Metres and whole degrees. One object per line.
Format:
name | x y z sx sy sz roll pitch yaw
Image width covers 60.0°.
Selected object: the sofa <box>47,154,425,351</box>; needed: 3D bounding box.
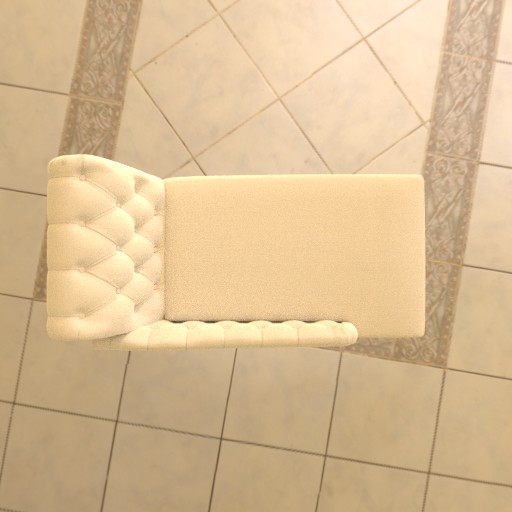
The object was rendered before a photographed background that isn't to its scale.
sofa | 0.000 0.000 1.781 1.379 0.787 0.675 0 89 0
